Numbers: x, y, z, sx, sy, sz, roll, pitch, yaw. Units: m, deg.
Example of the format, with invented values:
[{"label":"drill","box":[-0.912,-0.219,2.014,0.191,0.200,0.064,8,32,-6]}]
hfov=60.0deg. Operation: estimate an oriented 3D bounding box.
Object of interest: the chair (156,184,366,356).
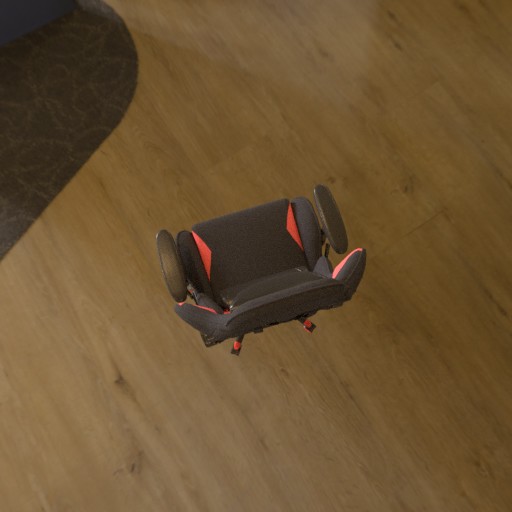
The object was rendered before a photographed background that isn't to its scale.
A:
[{"label":"chair","box":[0.000,0.000,1.683,0.695,1.326,0.658,-17,78,-4]}]
